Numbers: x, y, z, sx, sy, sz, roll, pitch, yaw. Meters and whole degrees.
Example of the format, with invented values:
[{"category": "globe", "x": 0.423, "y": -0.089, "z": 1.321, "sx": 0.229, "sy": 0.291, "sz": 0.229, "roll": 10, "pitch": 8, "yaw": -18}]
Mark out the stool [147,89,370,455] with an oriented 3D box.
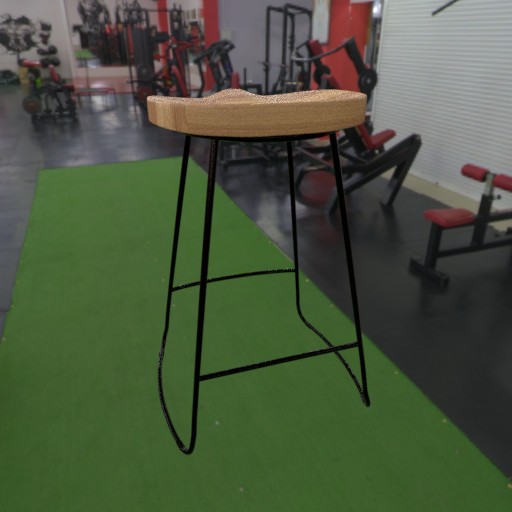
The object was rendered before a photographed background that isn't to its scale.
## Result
[{"category": "stool", "x": 0.000, "y": 0.000, "z": 0.967, "sx": 0.480, "sy": 0.679, "sz": 0.401, "roll": -8, "pitch": 27, "yaw": -16}]
